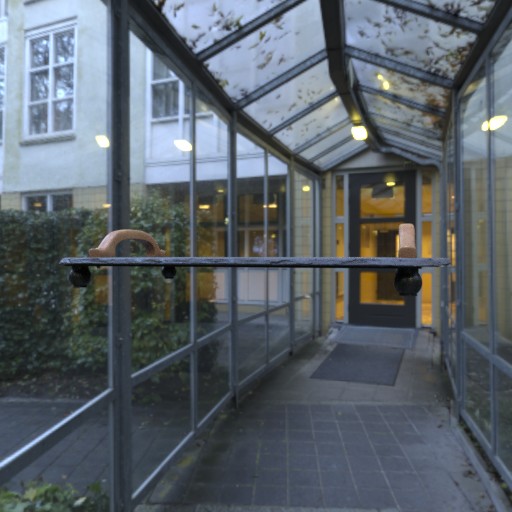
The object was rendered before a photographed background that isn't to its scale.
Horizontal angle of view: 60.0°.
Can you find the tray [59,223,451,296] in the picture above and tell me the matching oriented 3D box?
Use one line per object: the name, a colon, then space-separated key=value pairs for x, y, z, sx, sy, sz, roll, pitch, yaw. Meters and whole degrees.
tray: x=0.000 y=0.000 z=0.480 sx=0.387 sy=0.062 sz=0.231 roll=0 pitch=0 yaw=18
